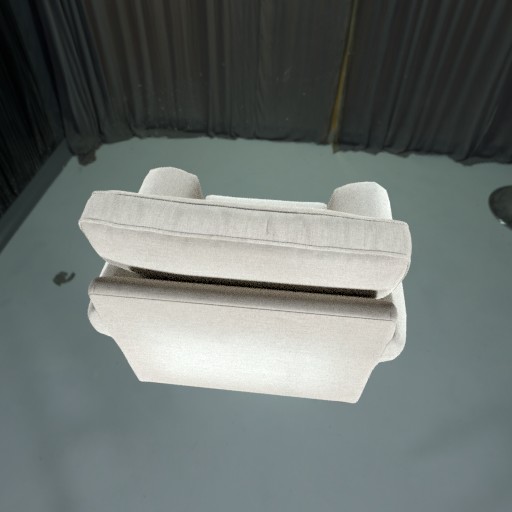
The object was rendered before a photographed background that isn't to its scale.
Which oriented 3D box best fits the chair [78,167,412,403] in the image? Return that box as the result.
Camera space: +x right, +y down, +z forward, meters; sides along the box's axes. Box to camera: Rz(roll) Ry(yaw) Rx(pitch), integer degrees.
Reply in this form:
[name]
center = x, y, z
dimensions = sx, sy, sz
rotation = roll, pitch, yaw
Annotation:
[chair]
center = 0.000, 0.000, 1.823
dimensions = 1.092, 0.961, 0.965
rotation = 5, 47, 4
